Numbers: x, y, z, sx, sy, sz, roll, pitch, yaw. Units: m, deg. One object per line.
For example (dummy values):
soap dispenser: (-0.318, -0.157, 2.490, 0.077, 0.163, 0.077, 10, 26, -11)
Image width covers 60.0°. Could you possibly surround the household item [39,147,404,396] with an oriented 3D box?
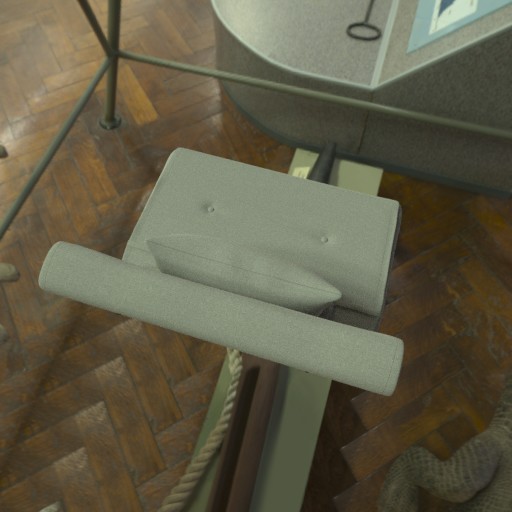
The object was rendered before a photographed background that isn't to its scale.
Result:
household item: (0.000, 0.000, 1.641, 1.000, 0.800, 0.874, 15, 64, 8)
